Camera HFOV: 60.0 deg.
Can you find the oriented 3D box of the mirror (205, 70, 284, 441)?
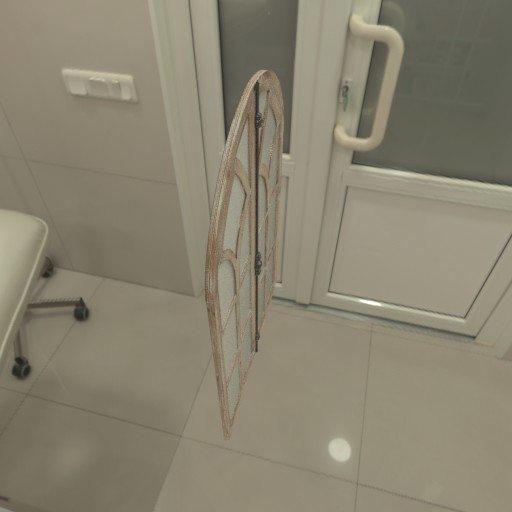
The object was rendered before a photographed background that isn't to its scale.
[{"bbox_3d":[0.000,0.000,1.140,0.032,0.915,0.609,11,47,10],"label":"mirror"}]
